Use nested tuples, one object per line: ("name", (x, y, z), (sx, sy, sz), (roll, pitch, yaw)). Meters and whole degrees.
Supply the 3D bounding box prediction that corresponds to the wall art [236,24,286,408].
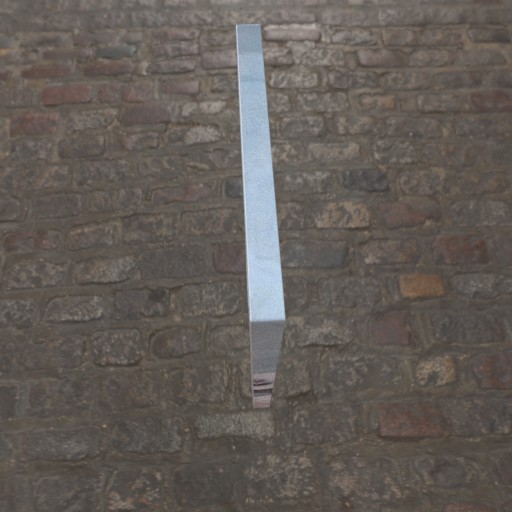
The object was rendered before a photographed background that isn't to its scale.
("wall art", (0.000, 0.000, 0.819), (0.037, 0.613, 0.455), (-3, 63, -1))
